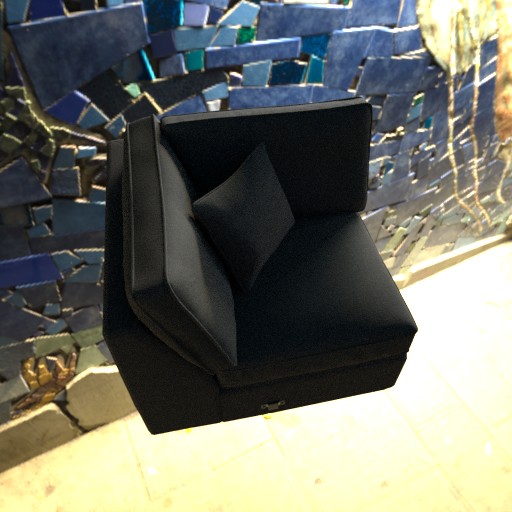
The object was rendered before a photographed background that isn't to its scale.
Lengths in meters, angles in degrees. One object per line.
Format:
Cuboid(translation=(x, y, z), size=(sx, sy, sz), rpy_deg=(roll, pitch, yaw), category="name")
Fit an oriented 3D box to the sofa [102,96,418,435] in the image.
Cuboid(translation=(0.000, 0.000, 1.939), size=(1.146, 1.002, 1.084), rpy_deg=(-9, 48, -8), category="sofa")
